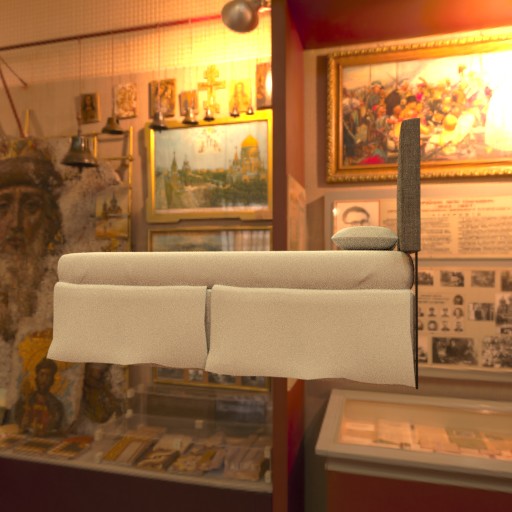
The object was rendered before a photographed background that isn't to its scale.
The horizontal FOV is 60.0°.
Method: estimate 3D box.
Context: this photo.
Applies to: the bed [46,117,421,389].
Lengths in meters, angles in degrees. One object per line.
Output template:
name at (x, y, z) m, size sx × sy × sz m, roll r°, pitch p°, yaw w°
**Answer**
bed at (0.000, 0.000, 2.930) m, size 1.958 × 1.168 × 1.621 m, roll 0°, pitch -1°, yaw 17°
